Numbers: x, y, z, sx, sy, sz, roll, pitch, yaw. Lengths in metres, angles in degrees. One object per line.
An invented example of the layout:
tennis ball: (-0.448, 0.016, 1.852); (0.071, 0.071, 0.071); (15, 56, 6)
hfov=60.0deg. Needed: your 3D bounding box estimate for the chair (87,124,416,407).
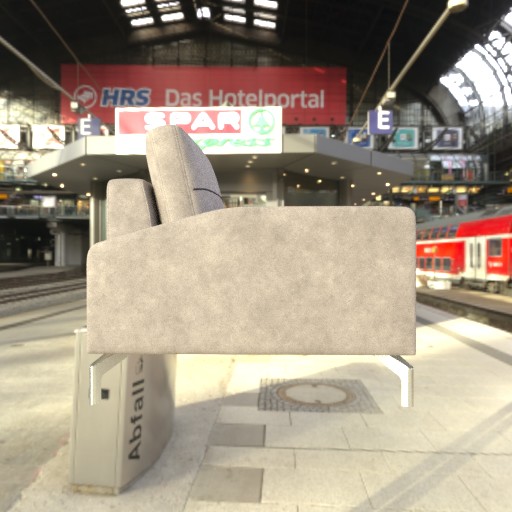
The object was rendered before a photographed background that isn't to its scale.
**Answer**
chair: (0.000, 0.000, 1.616); (0.900, 0.800, 0.900); (0, 0, 1)
